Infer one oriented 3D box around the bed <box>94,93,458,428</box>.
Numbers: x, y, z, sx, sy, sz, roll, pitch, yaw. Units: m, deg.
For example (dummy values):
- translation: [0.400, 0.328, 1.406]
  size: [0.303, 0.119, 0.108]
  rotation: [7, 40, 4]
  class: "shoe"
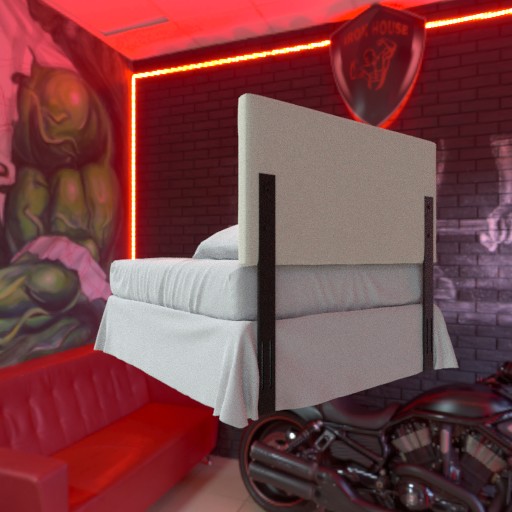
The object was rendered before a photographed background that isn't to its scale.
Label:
- translation: [0.000, 0.000, 3.424]
  size: [1.936, 1.577, 2.222]
  rotation: [0, 0, -36]
  class: "bed"
